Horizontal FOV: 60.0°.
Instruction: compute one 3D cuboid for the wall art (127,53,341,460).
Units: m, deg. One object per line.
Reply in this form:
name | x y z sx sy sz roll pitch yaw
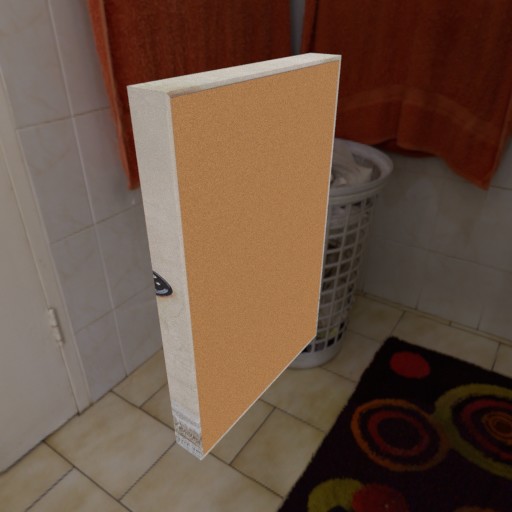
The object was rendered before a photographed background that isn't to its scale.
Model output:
wall art | 0.000 0.000 0.483 0.038 0.381 0.254 20 36 30
